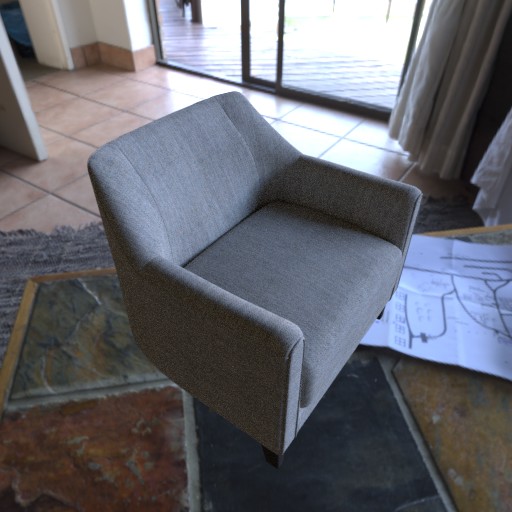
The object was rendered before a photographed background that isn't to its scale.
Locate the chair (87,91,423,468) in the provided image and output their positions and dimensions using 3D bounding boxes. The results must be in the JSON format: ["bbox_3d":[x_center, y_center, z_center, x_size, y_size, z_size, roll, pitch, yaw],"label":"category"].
[{"bbox_3d":[0.000,0.000,1.416,0.758,0.761,0.796,25,46,27],"label":"chair"}]
